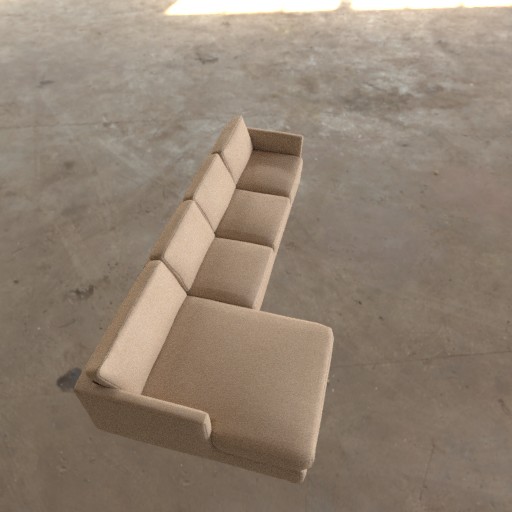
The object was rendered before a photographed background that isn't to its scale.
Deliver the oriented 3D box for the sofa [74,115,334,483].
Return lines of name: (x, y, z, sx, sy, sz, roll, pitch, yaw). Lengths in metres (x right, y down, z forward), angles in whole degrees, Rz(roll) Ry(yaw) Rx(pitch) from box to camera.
sofa: (0.000, 0.000, 3.752, 1.502, 0.876, 3.201, 11, 48, 10)
